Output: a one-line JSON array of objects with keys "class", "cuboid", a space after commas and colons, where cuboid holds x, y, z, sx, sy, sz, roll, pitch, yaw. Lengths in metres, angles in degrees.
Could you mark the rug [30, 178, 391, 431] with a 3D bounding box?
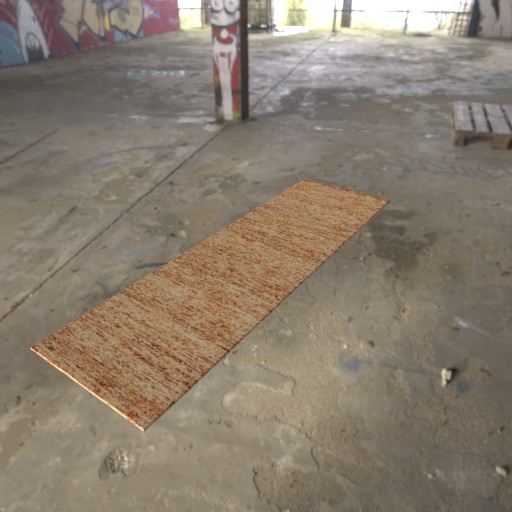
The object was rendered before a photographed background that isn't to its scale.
[{"class": "rug", "cuboid": [0.000, 0.000, 2.421, 0.680, 0.014, 2.237, 21, 37, 30]}]
